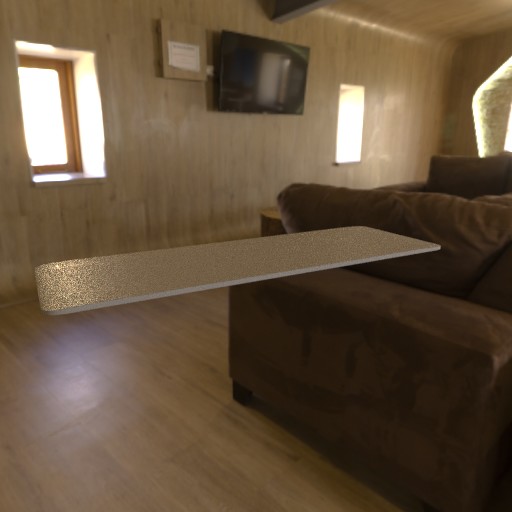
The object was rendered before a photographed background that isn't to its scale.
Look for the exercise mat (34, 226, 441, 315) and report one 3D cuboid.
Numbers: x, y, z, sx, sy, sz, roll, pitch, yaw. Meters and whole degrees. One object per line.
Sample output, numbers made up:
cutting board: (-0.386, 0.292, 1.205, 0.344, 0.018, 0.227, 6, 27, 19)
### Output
exercise mat: (0.000, 0.000, 2.105, 1.884, 0.021, 0.616, -8, 17, -27)
